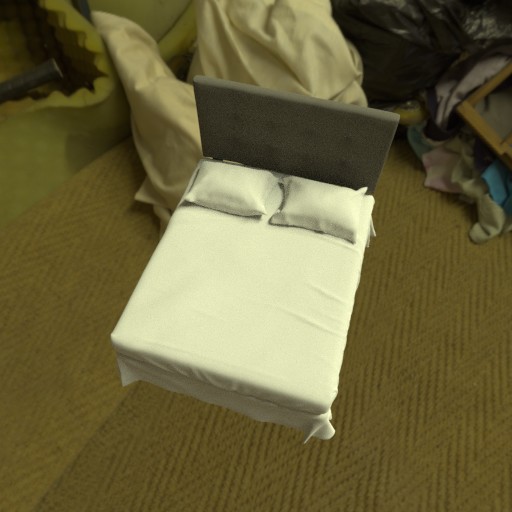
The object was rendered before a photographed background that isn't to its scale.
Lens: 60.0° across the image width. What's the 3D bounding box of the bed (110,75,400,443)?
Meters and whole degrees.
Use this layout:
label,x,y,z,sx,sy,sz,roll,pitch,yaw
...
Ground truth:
label,x,y,z,sx,sy,sz,roll,pitch,yaw
bed,0.000,0.000,3.533,1.936,1.577,2.222,14,59,9
